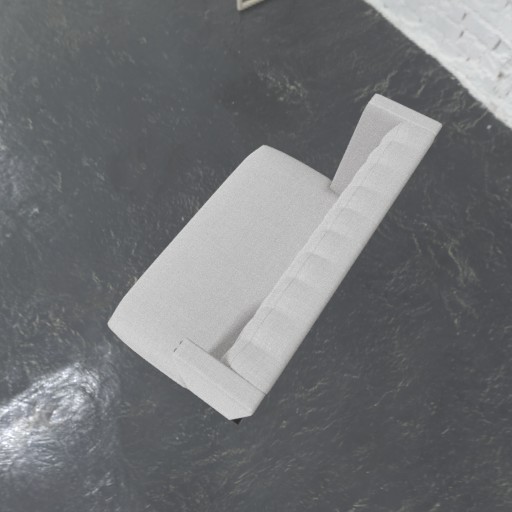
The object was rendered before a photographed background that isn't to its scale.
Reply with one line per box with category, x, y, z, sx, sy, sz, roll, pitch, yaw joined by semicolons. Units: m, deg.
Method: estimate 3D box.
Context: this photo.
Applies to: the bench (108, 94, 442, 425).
bench;0.000;0.000;2.034;0.847;1.123;1.280;32;68;15
